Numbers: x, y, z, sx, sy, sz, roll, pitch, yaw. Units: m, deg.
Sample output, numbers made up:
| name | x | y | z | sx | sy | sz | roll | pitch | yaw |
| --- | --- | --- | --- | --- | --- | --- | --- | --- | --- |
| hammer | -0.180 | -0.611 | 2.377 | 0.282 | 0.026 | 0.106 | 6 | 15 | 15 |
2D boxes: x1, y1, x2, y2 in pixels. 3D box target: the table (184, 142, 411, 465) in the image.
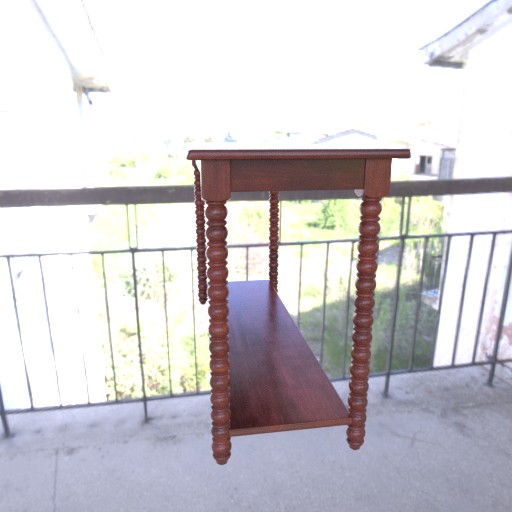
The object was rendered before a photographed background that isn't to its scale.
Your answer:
| name | x | y | z | sx | sy | sz | roll | pitch | yaw |
| --- | --- | --- | --- | --- | --- | --- | --- | --- | --- |
| table | 0.000 | 0.000 | 1.516 | 0.459 | 0.740 | 1.184 | -2 | 15 | -9 |
